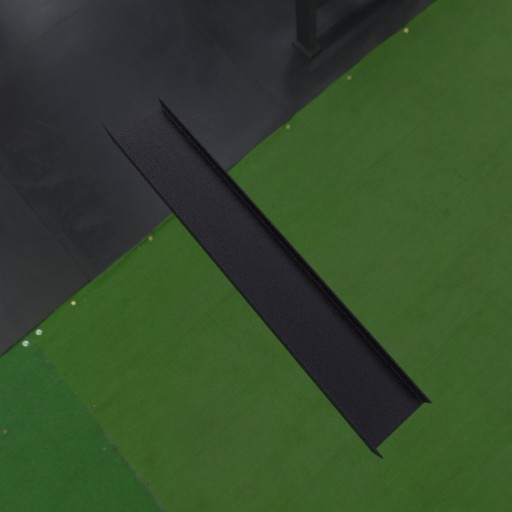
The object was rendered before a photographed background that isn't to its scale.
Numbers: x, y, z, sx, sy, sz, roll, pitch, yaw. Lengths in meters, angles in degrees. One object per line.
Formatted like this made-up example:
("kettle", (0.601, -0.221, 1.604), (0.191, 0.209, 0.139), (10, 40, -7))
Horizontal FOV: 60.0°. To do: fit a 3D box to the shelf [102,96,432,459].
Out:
("shelf", (0.000, 0.000, 0.637), (0.102, 0.053, 0.605), (-39, 78, -10))
